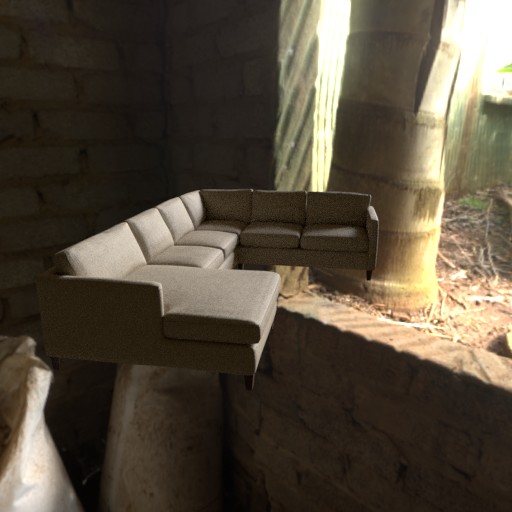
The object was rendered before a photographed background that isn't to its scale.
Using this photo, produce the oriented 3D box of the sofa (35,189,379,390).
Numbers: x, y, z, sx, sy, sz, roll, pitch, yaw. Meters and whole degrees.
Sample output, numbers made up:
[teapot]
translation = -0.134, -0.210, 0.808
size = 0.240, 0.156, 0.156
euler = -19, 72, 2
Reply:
[sofa]
translation = 0.000, 0.000, 4.560
size = 2.593, 0.959, 3.460
euler = 3, 17, 10
